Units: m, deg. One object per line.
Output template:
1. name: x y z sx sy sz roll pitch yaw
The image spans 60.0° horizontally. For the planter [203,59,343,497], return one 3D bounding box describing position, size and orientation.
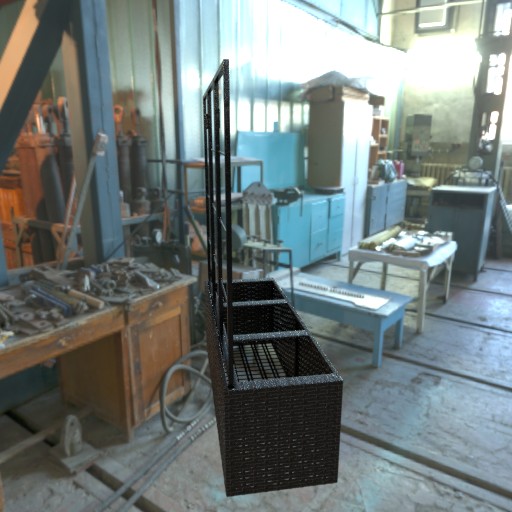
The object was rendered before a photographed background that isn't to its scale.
1. planter: 0.000 0.000 1.158 0.244 0.841 0.699 -2 15 -9
